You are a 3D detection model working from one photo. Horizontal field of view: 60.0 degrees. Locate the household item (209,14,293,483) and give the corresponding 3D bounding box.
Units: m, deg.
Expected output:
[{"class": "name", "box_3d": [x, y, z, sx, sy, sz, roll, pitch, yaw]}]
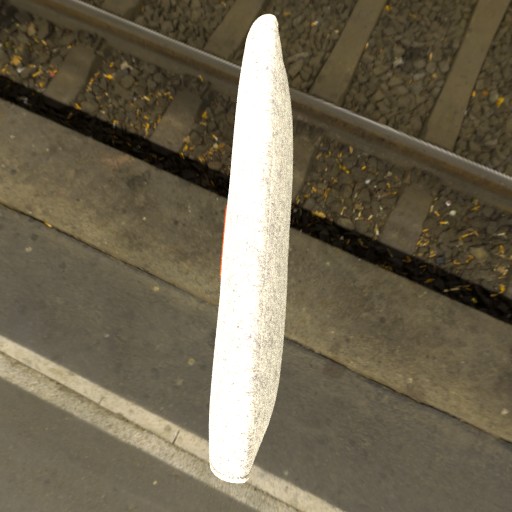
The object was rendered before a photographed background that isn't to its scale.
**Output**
[{"class": "household item", "box_3d": [0.000, 0.000, 0.412, 0.057, 0.221, 0.335, 4, 76, 1]}]
